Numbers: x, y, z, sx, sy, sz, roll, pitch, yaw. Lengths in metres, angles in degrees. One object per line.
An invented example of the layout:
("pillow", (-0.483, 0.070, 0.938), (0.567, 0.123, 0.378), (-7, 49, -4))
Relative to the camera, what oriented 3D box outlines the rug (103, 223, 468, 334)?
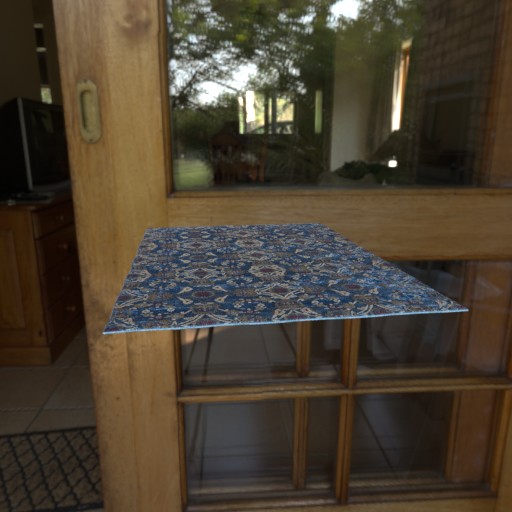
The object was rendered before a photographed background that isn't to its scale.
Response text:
("rug", (0.000, 0.000, 2.907), (1.567, 0.014, 2.207), (-2, 15, -9))
